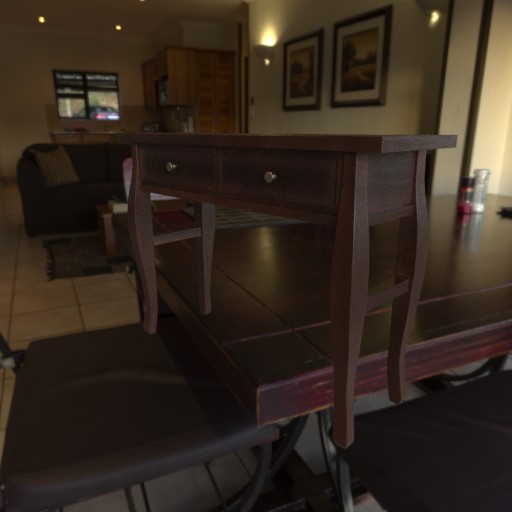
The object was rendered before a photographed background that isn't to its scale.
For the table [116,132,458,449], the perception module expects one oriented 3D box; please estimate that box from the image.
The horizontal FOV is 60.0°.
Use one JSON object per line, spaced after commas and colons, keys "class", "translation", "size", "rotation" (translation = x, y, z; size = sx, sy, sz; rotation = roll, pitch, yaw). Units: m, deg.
{"class": "table", "translation": [0.000, 0.000, 1.445], "size": [0.373, 0.768, 1.062], "rotation": [-15, 22, -42]}
